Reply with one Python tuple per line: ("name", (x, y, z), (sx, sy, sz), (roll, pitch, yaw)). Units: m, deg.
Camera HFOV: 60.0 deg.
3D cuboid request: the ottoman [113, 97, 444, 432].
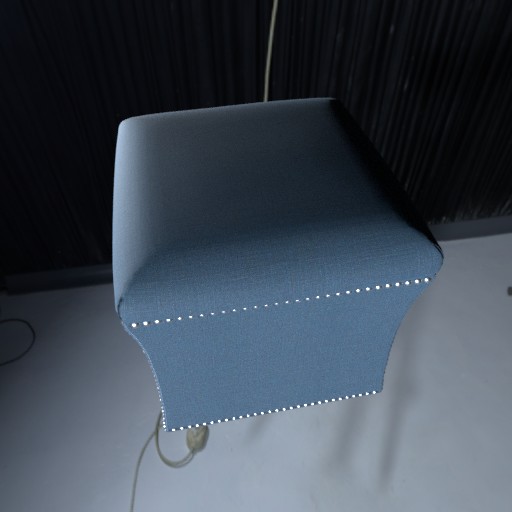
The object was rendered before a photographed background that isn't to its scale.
("ottoman", (0.000, 0.000, 0.922), (0.497, 0.475, 0.507), (-8, 47, -8))
